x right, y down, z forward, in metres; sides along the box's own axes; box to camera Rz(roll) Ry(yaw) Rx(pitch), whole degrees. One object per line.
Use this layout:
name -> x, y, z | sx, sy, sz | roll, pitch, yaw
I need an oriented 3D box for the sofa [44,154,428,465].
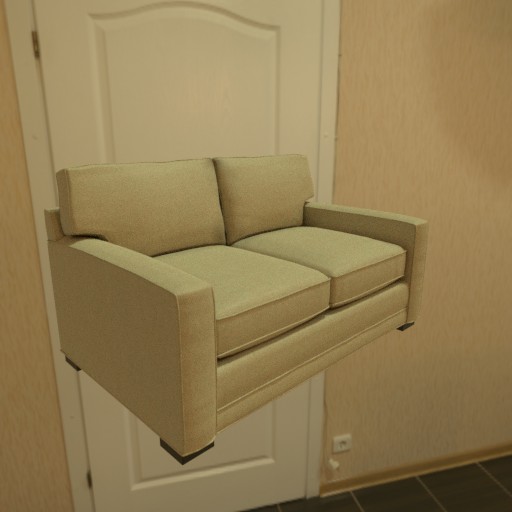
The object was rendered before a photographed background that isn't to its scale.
sofa -> 0.000, 0.000, 2.009 | 1.484, 0.853, 0.942 | -15, 21, -42
